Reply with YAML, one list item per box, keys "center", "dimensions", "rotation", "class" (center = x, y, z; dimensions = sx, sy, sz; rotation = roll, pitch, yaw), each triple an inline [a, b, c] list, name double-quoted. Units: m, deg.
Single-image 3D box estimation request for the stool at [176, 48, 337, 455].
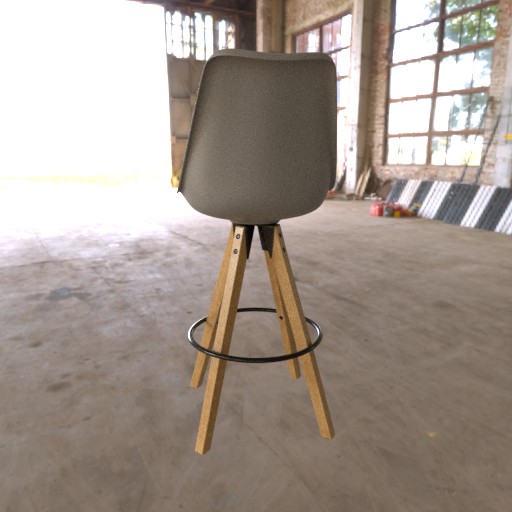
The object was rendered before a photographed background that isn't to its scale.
- center: [0.000, 0.000, 1.418]
  dimensions: [0.485, 1.115, 0.550]
  rotation: [-2, 13, -10]
  class: "stool"
